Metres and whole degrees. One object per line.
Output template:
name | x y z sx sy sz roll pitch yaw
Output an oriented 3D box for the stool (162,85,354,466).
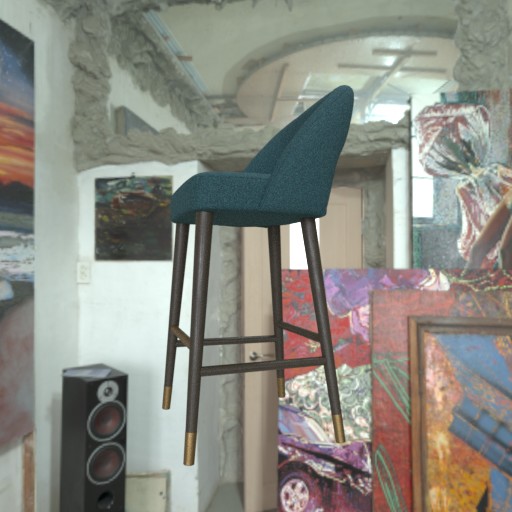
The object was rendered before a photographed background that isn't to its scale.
stool | 0.000 0.000 1.381 0.522 1.032 0.536 0 -1 -19
